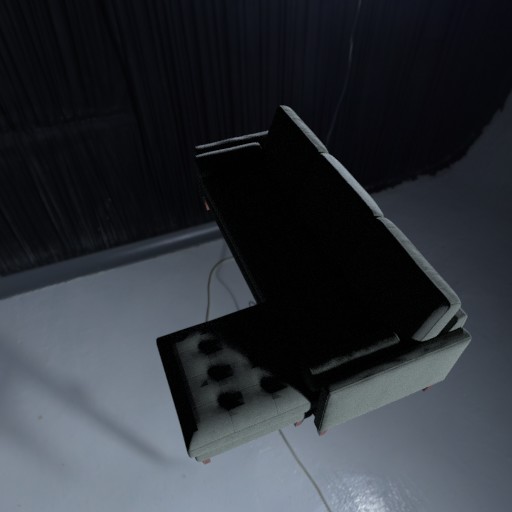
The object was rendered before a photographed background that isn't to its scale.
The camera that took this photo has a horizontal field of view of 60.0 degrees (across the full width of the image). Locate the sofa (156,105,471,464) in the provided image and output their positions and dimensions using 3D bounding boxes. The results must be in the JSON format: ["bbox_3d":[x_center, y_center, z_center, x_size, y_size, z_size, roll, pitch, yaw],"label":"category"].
[{"bbox_3d":[0.000,0.000,2.857,1.506,0.876,2.178,-17,50,-15],"label":"sofa"}]
